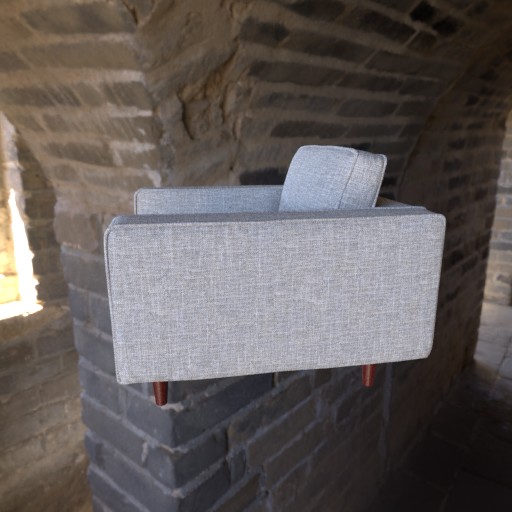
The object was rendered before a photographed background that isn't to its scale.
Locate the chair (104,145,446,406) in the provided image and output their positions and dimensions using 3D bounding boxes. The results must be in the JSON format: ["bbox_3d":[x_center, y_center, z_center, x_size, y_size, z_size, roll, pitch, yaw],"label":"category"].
[{"bbox_3d":[0.000,0.000,1.581,0.914,0.765,0.889,-2,15,-9],"label":"chair"}]
